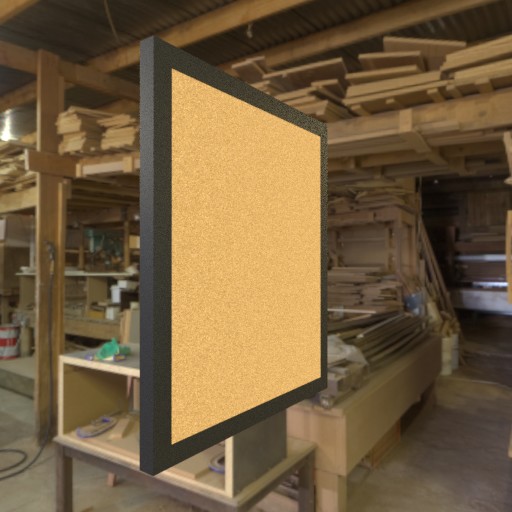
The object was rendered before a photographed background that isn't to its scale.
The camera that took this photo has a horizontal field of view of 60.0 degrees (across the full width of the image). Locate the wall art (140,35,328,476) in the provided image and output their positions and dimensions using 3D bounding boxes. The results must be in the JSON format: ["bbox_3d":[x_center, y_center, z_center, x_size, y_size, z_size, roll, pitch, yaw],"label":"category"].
[{"bbox_3d":[0.000,0.000,0.692,0.025,0.508,0.432,0,0,36],"label":"wall art"}]
